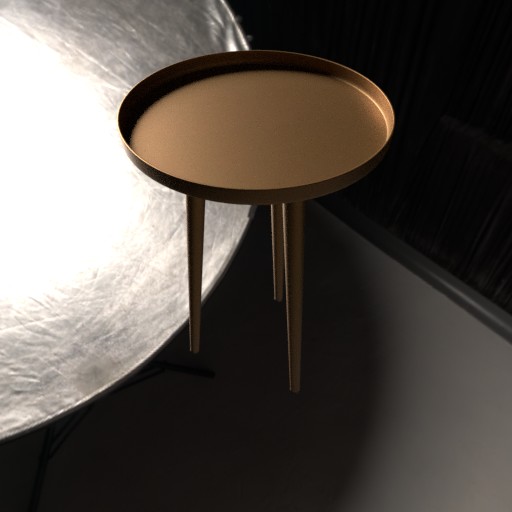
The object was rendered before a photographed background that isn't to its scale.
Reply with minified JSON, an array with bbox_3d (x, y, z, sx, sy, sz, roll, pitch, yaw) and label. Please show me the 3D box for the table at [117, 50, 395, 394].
[{"bbox_3d":[0.000,0.000,0.659,0.299,0.480,0.299,-31,54,-26],"label":"table"}]
